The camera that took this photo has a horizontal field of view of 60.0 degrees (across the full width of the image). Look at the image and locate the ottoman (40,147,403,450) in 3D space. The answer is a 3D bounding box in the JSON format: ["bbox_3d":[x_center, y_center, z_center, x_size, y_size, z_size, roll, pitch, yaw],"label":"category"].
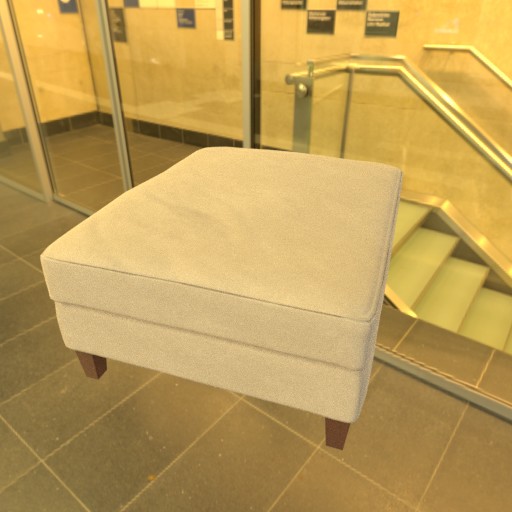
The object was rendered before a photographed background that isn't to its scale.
[{"bbox_3d":[0.000,0.000,1.460,0.836,0.492,1.002,10,31,16],"label":"ottoman"}]
